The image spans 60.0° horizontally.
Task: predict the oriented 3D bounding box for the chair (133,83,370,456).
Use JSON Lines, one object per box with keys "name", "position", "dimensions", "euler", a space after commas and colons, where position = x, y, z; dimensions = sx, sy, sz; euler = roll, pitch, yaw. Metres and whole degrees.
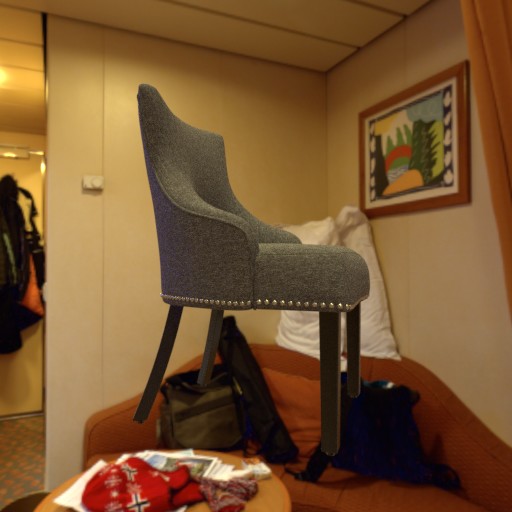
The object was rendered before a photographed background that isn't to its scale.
{"name": "chair", "position": [0.000, 0.000, 1.316], "dimensions": [0.629, 0.909, 0.566], "euler": [-1, -2, 19]}
